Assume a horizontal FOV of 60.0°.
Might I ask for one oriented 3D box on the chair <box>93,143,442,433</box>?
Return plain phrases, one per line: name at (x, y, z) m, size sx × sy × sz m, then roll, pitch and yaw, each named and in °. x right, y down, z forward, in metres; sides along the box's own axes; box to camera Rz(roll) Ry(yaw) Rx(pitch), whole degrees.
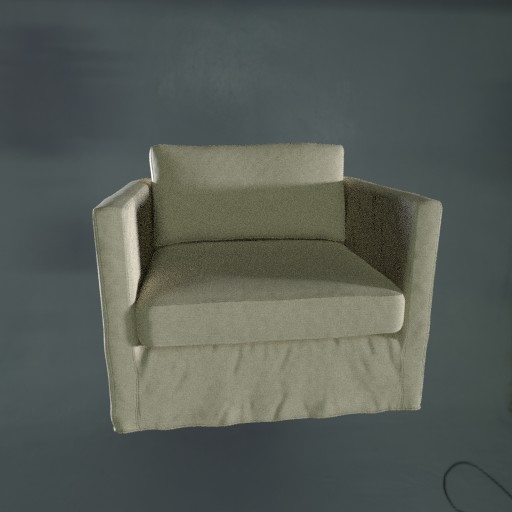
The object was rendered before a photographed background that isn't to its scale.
chair at (0.000, 0.000, 1.770) m, size 1.057 × 0.867 × 0.949 m, roll -2°, pitch 15°, yaw -7°
